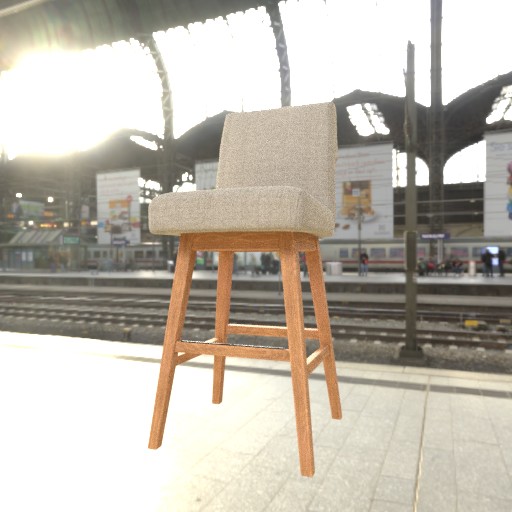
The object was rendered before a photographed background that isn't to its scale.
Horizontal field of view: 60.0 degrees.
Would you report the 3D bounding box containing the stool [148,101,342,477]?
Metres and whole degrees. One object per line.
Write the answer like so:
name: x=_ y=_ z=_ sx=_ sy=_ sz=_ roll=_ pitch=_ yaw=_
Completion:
stool: x=0.000 y=0.000 z=1.418 sx=0.483 sy=1.106 sz=0.569 roll=0 pitch=0 yaw=20
